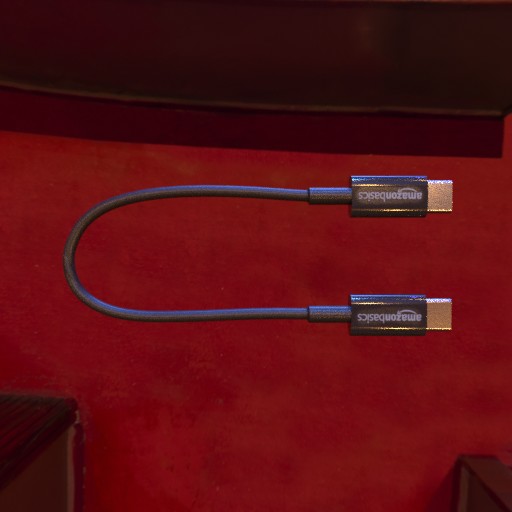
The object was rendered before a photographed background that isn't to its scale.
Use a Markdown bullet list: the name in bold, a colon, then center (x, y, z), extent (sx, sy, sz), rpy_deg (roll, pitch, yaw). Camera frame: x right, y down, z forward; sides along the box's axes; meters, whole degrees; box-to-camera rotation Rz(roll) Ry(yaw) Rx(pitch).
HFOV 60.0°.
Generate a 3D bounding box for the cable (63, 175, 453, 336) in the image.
- **cable**: center (0.000, 0.000, 0.113), extent (0.098, 0.005, 0.041), rpy_deg (0, 91, 0)
